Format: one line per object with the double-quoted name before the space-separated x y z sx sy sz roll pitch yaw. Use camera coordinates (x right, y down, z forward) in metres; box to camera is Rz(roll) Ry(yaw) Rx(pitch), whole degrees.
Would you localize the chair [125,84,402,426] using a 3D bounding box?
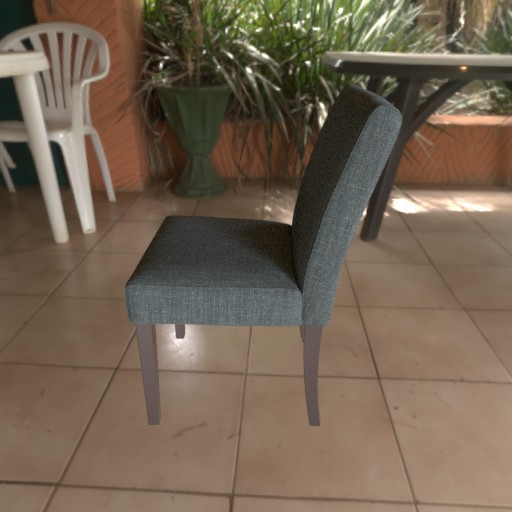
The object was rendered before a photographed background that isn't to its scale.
"chair" 0.000 0.000 1.267 0.629 0.884 0.487 1 26 2
